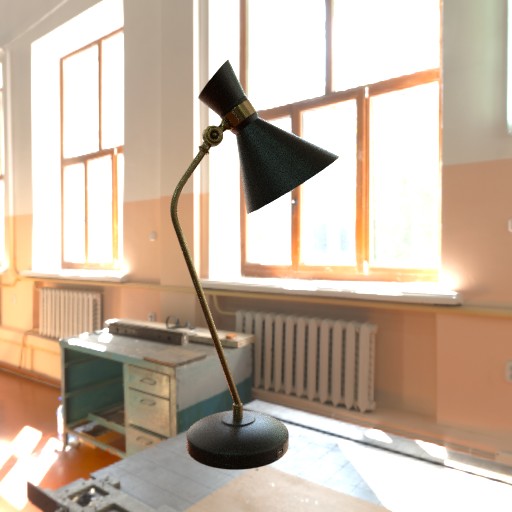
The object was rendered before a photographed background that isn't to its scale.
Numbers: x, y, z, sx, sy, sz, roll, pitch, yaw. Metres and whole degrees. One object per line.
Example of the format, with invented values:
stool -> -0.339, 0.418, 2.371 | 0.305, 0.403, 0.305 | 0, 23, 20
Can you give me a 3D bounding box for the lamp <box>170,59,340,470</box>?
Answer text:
lamp -> 0.000, 0.000, 0.764 | 0.292, 0.647, 0.189 | 0, 1, -17
